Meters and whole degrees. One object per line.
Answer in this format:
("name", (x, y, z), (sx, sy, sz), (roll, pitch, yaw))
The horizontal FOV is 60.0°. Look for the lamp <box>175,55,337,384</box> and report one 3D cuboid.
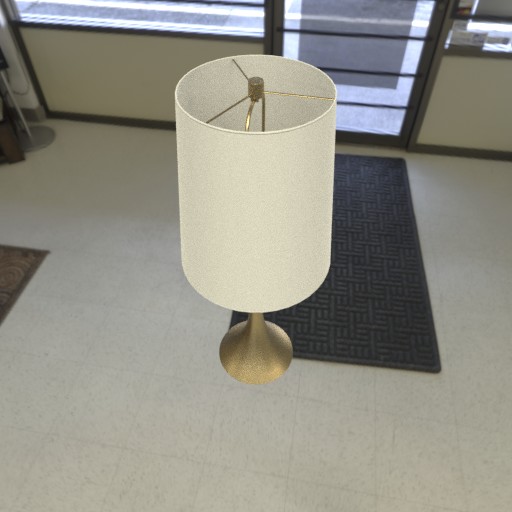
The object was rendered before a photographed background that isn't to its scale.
("lamp", (0.000, 0.000, 0.697), (0.231, 0.569, 0.231), (0, 47, 0))
